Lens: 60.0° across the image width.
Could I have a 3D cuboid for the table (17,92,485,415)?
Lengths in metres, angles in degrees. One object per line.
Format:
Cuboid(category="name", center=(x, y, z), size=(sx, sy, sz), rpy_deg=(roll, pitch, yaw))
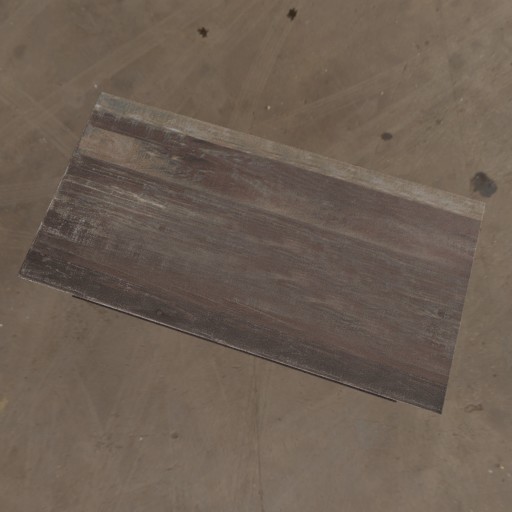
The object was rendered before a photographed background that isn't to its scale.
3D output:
Cuboid(category="table", center=(0.000, 0.000, 1.321), size=(1.088, 0.373, 0.554), rpy_deg=(17, 77, 4))
